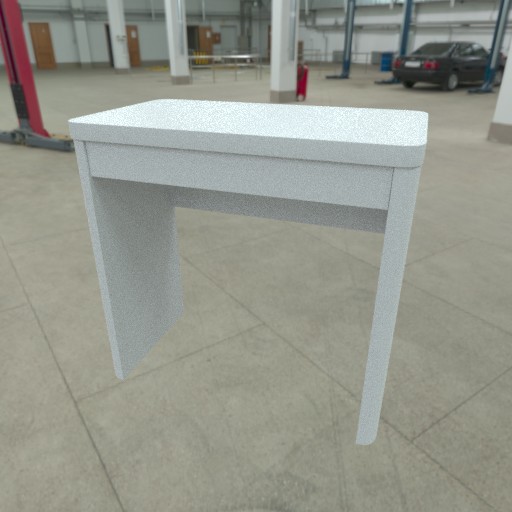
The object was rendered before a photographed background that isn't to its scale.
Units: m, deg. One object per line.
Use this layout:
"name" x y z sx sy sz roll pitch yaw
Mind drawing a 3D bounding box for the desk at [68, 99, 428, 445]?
"desk" 0.000 0.000 1.247 0.790 0.760 0.446 9 28 18
